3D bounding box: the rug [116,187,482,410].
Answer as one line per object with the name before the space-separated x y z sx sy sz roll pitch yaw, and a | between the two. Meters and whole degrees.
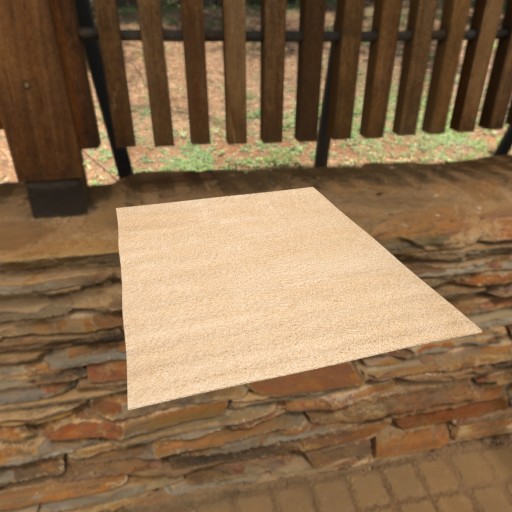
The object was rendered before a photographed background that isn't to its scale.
rug | 0.000 0.000 4.048 2.400 0.025 3.000 -8 30 -15
